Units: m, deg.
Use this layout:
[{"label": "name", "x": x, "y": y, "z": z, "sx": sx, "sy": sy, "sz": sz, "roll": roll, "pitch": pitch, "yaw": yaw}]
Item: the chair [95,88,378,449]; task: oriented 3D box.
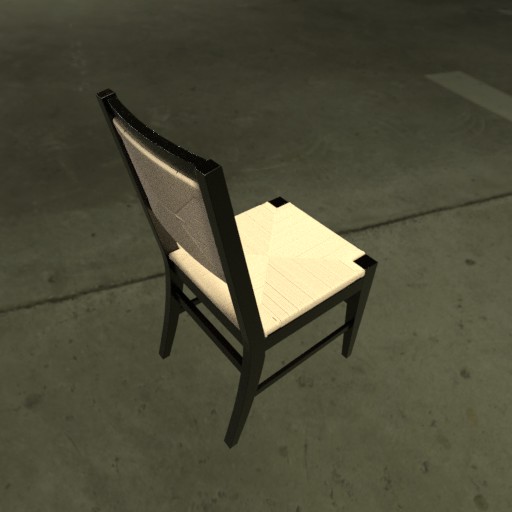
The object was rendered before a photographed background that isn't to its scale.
[{"label": "chair", "x": 0.000, "y": 0.000, "z": 1.251, "sx": 0.552, "sy": 0.927, "sz": 0.437, "roll": -27, "pitch": 48, "yaw": -28}]
